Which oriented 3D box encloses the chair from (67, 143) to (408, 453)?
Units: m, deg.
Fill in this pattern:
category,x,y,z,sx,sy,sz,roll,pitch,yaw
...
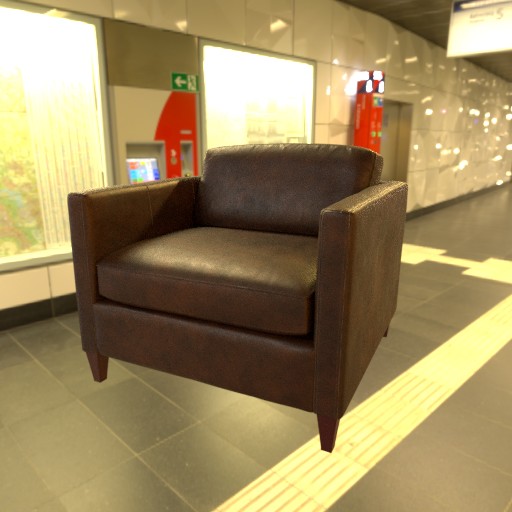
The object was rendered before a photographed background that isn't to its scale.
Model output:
category,x,y,z,sx,sy,sz,roll,pitch,yaw
chair,0.000,0.000,1.749,0.990,0.864,0.975,7,16,25
